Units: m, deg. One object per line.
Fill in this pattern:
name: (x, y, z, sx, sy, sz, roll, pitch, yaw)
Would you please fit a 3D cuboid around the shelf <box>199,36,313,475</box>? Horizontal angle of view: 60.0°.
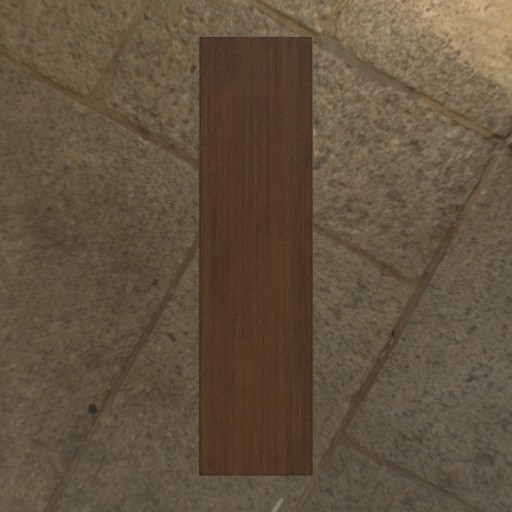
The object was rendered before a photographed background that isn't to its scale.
shelf: (0.000, 0.000, 0.736, 0.166, 0.190, 0.636, 0, 90, 0)
